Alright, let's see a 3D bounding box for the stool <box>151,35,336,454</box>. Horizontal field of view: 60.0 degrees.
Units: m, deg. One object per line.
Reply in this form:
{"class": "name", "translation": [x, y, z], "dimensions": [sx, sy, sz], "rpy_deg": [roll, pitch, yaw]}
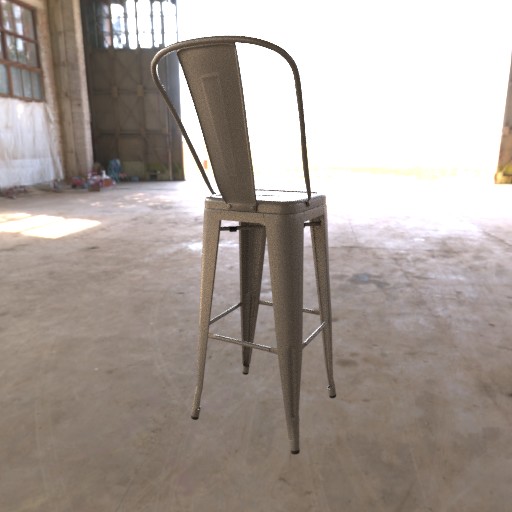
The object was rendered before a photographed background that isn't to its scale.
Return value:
{"class": "stool", "translation": [0.000, 0.000, 1.313], "dimensions": [0.399, 1.096, 0.513], "rpy_deg": [7, 16, 27]}
